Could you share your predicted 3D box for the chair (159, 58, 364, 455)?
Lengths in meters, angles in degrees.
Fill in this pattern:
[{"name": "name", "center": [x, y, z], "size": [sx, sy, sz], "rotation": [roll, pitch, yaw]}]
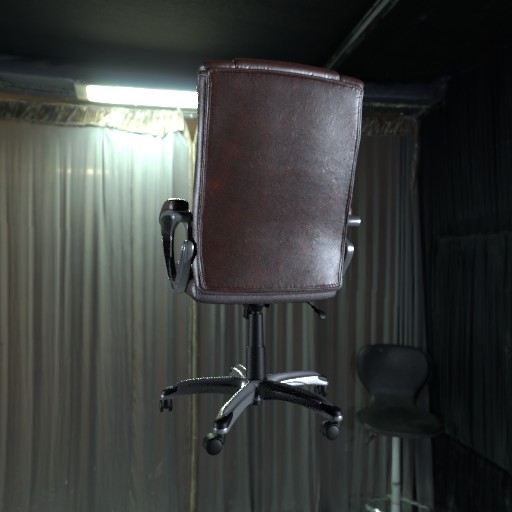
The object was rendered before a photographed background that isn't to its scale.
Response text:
[{"name": "chair", "center": [0.000, 0.000, 1.580], "size": [0.656, 1.128, 0.692], "rotation": [0, 0, -16]}]
